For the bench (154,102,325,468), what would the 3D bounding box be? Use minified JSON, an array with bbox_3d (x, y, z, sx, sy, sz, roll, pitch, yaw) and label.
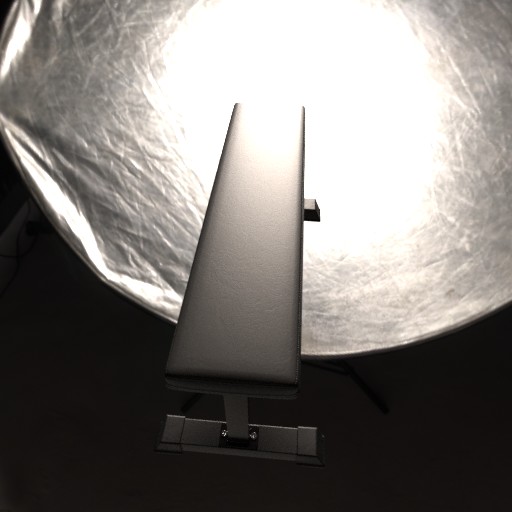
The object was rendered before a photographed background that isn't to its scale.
[{"bbox_3d":[0.000,0.000,1.317,0.439,0.453,1.072,4,46,4],"label":"bench"}]
